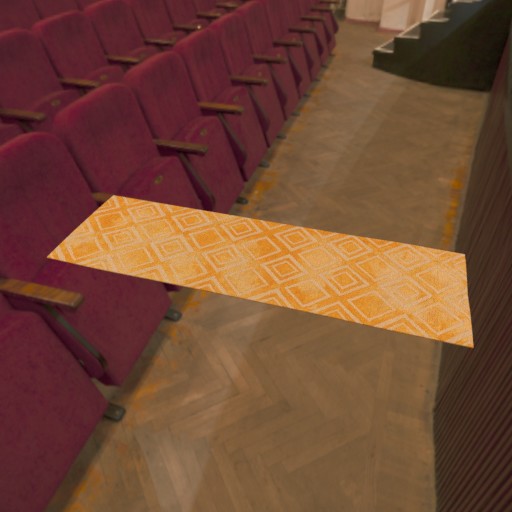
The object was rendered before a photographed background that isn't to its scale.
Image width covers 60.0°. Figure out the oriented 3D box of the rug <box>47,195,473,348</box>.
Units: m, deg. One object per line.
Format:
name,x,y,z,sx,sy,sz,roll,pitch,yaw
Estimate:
rug,0.000,0.000,2.703,2.438,0.010,0.775,11,40,13
